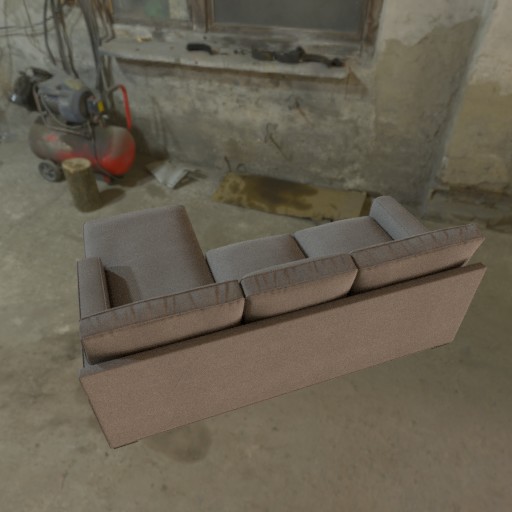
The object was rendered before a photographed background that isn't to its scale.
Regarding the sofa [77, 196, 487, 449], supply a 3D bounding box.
[{"bbox_3d":[0.000,0.000,2.771,2.087,0.861,1.496,-13,43,-14],"label":"sofa"}]
